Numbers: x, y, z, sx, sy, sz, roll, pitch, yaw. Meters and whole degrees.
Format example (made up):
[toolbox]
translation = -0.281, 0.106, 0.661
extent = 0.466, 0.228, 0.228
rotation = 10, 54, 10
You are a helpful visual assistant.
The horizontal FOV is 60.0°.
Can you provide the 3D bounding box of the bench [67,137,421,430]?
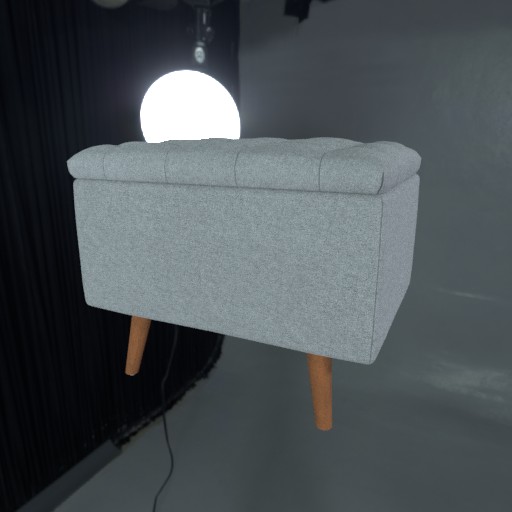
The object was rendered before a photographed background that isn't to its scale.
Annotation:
[bench]
translation = 0.000, 0.000, 0.908
extent = 0.572, 0.469, 0.417
rotation = 7, 17, 25
